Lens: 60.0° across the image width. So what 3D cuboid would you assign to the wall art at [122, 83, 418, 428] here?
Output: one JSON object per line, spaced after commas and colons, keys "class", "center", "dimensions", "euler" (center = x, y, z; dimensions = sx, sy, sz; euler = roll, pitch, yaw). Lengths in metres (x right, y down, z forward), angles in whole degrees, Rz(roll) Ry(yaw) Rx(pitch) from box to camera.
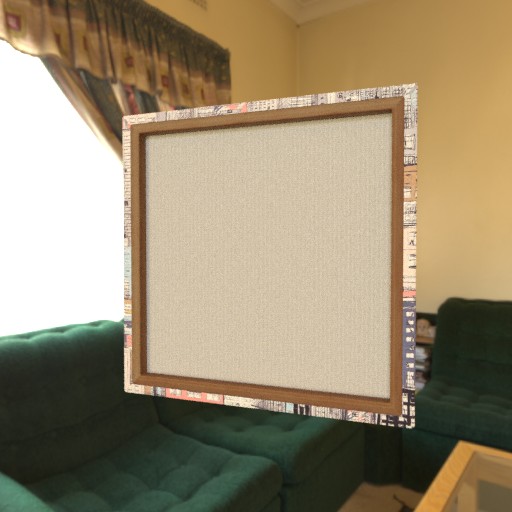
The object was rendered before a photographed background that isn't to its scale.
{"class": "wall art", "center": [0.000, 0.000, 0.893], "dimensions": [0.607, 0.608, 0.038], "euler": [0, 1, 19]}
